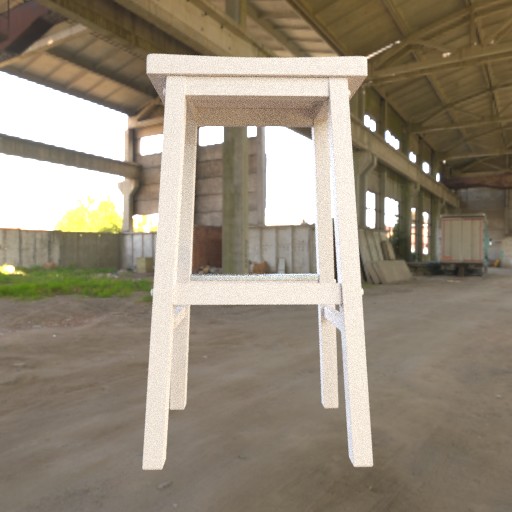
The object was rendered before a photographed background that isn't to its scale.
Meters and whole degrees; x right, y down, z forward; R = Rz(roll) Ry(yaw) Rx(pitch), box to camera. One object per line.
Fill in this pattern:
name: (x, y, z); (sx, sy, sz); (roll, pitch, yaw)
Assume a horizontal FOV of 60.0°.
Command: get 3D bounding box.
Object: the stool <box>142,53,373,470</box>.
stool: (0.000, 0.000, 0.932); (0.406, 0.742, 0.322); (0, 1, -2)
